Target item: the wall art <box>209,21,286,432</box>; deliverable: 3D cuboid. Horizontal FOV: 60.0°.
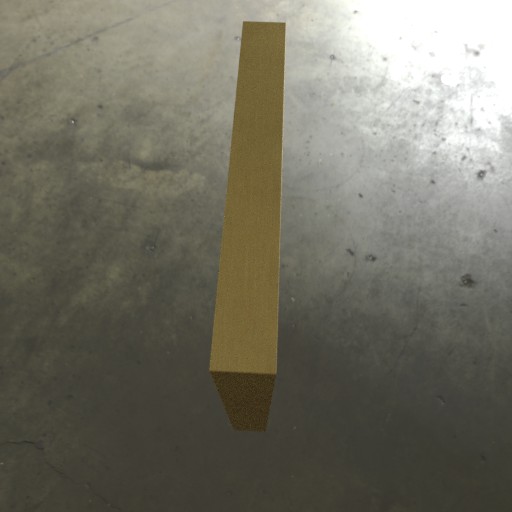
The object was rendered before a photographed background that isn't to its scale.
[{"bbox_3d":[0.000,0.000,0.454,0.038,0.305,0.305,3,63,1],"label":"wall art"}]
